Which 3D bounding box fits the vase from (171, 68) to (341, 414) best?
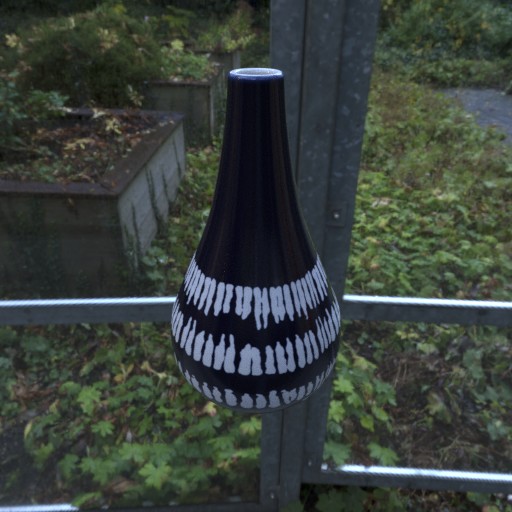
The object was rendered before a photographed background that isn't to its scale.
[{"bbox_3d":[0.000,0.000,0.380,0.159,0.295,0.159,0,30,0],"label":"vase"}]
